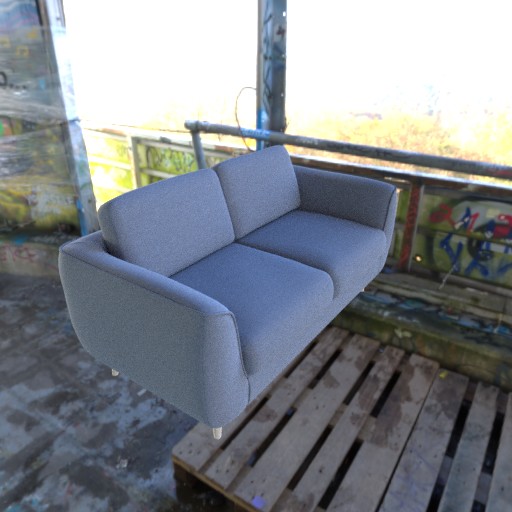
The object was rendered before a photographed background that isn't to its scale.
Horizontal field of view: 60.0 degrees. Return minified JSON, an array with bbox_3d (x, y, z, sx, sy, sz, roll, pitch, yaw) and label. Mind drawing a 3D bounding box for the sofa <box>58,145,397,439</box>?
[{"bbox_3d":[0.000,0.000,2.236,0.920,0.850,1.700,18,31,32],"label":"sofa"}]
